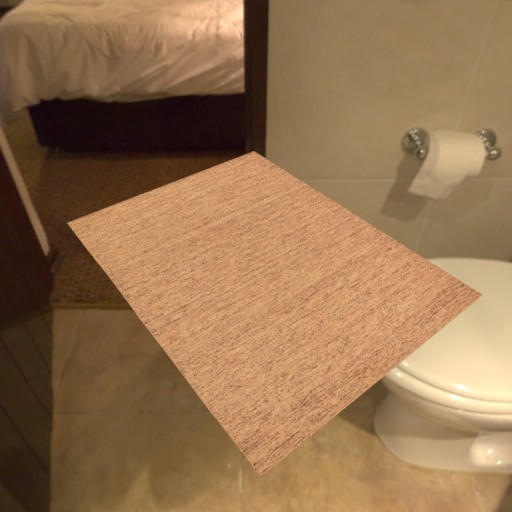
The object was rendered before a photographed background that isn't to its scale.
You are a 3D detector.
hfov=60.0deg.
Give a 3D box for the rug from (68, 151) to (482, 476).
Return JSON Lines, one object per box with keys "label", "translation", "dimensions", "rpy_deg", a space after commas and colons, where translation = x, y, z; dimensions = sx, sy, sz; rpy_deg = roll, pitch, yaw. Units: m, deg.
{"label": "rug", "translation": [0.000, 0.000, 4.193], "dimensions": [2.448, 0.013, 3.205], "rpy_deg": [-28, 49, -27]}
